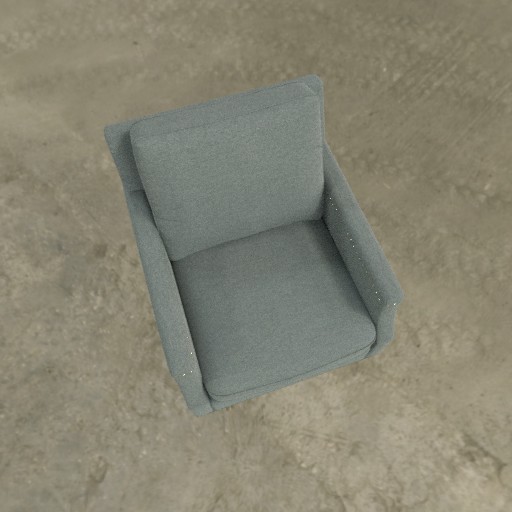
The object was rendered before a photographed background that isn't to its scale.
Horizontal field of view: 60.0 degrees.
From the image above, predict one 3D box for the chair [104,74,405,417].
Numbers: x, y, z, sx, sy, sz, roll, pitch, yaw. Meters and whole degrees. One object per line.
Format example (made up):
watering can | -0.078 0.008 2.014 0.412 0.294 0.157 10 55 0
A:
chair | 0.000 0.000 1.848 0.885 1.031 1.031 -17 66 -8
